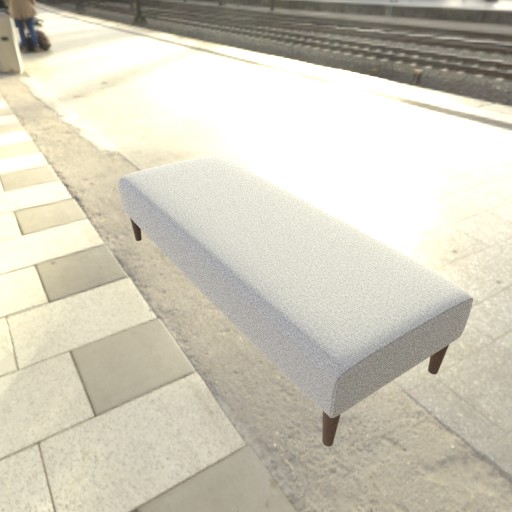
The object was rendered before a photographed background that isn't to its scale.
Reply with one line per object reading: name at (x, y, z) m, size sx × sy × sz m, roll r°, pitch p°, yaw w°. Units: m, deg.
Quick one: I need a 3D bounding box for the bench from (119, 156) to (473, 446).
bench at (0.000, 0.000, 1.892) m, size 0.631 × 0.383 × 1.598 m, roll -20°, pitch 37°, yaw -29°
